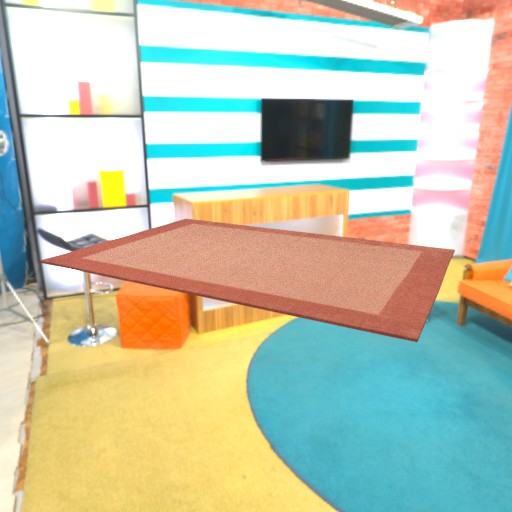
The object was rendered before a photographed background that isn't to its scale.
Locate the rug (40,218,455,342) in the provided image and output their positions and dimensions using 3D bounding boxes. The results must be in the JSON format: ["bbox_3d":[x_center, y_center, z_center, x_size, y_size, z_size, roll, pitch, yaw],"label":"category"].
[{"bbox_3d":[0.000,0.000,2.338,1.829,0.014,1.219,9,18,27],"label":"rug"}]
